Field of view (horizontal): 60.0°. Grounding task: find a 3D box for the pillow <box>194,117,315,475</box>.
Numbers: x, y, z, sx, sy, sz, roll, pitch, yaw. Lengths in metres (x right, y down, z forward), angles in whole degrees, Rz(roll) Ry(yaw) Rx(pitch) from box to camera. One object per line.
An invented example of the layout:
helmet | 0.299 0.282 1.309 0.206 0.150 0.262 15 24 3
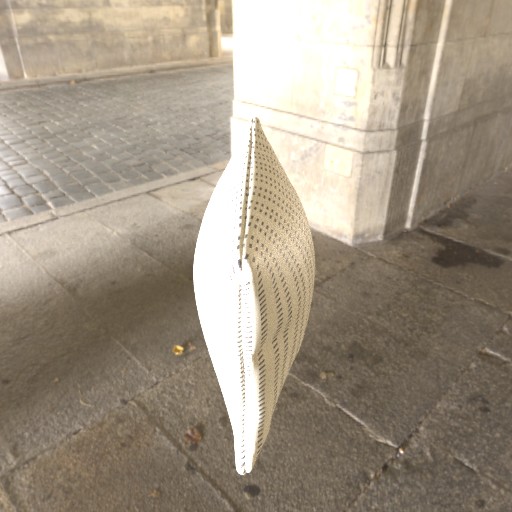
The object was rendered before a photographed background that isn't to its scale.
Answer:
pillow | 0.000 0.000 0.812 0.210 0.353 0.640 0 31 1
